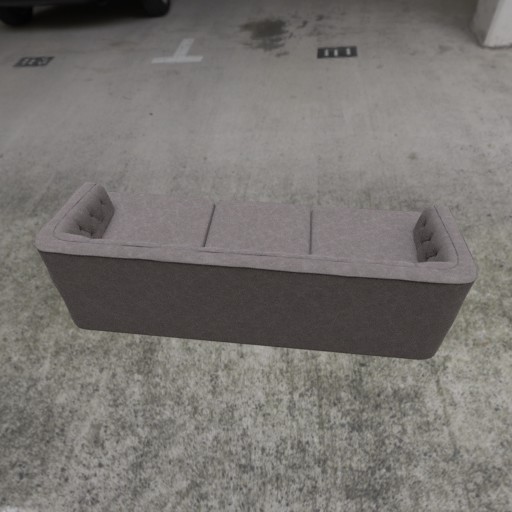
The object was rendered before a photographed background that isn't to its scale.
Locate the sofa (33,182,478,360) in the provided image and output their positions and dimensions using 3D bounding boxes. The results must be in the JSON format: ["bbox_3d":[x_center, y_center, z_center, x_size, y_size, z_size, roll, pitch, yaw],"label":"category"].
[{"bbox_3d":[0.000,0.000,2.673,2.247,0.806,0.917,4,46,4],"label":"sofa"}]
